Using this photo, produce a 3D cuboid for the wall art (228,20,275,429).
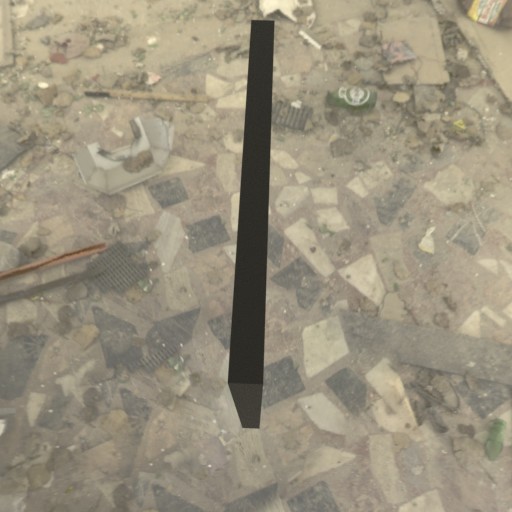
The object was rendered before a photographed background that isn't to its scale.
[{"bbox_3d":[0.000,0.000,0.684,0.030,0.458,0.462,2,64,1],"label":"wall art"}]
